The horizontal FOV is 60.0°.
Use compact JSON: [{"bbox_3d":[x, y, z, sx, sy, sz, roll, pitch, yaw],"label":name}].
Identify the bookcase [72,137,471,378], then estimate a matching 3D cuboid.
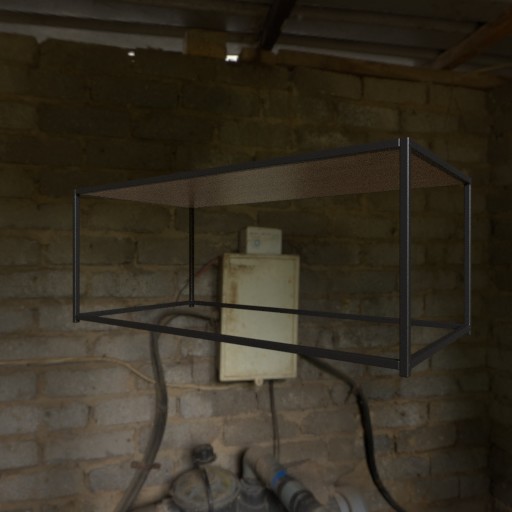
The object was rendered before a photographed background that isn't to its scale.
[{"bbox_3d":[0.000,0.000,1.230,1.000,0.400,0.500,0,0,37],"label":"bookcase"}]
